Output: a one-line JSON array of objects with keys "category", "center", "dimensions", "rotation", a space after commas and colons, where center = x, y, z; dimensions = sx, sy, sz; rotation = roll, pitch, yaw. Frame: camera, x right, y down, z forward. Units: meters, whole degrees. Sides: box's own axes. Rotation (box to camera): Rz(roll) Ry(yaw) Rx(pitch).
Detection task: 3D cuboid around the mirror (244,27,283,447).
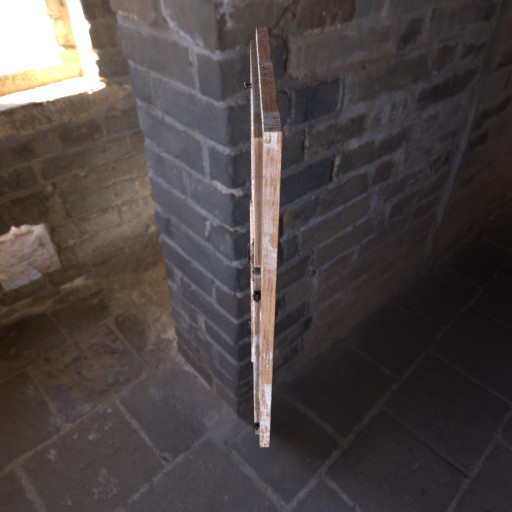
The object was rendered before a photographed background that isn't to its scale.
[{"category": "mirror", "center": [0.000, 0.000, 1.466], "dimensions": [0.083, 1.213, 0.707], "rotation": [-1, 41, -1]}]
